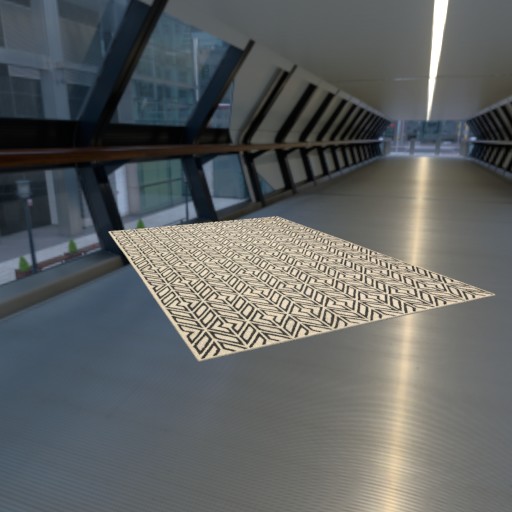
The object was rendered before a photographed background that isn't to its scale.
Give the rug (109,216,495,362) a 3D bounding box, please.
[{"bbox_3d":[0.000,0.000,2.286,1.220,0.007,1.828,-7,17,-24],"label":"rug"}]
